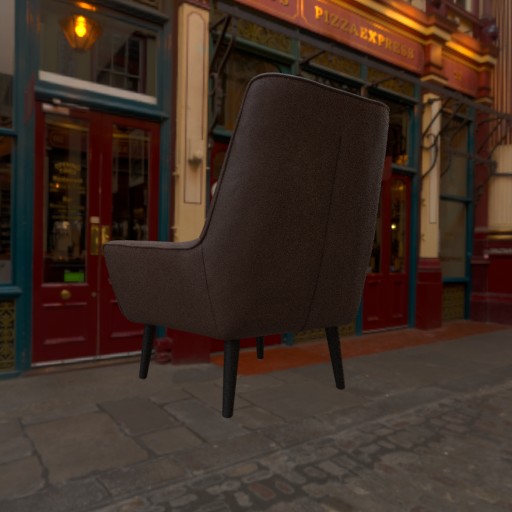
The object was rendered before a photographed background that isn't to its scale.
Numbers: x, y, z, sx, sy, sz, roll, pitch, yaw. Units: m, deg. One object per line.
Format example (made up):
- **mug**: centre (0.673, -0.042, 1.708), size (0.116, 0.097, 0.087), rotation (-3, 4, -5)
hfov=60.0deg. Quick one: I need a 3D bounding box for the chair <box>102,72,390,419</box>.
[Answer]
- **chair**: centre (0.000, 0.000, 1.482), size (0.787, 0.888, 0.824), rotation (0, 0, -36)
